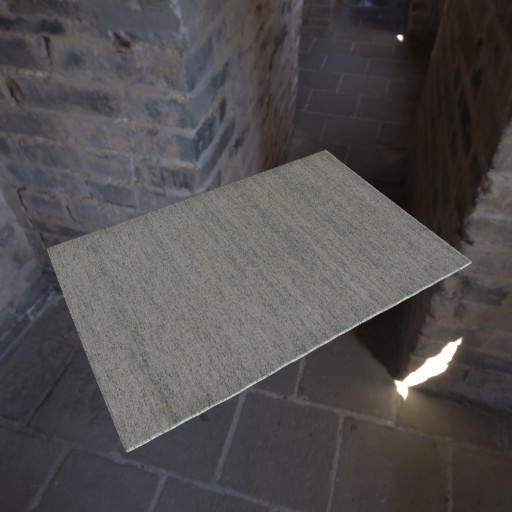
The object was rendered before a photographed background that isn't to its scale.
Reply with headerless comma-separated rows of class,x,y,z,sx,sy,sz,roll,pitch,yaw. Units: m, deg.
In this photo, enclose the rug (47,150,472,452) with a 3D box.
rug,0.000,0.000,2.824,2.263,0.017,1.523,-23,50,-21
